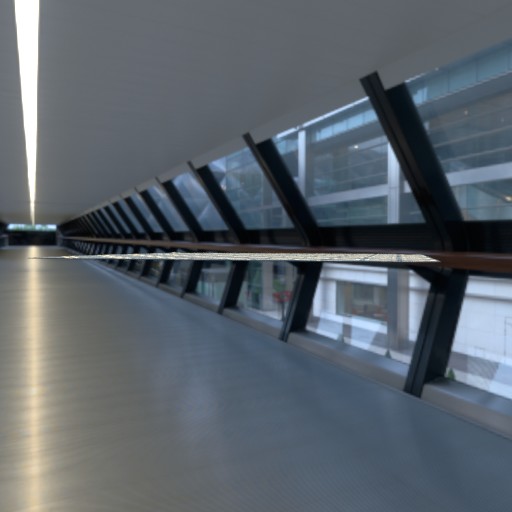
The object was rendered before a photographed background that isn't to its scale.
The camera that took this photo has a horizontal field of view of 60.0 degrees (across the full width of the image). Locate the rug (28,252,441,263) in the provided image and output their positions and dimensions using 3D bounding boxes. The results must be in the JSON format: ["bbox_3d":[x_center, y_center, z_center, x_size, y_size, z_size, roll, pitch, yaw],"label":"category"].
[{"bbox_3d":[0.000,0.000,3.938,2.867,0.020,2.277,0,1,18],"label":"rug"}]
